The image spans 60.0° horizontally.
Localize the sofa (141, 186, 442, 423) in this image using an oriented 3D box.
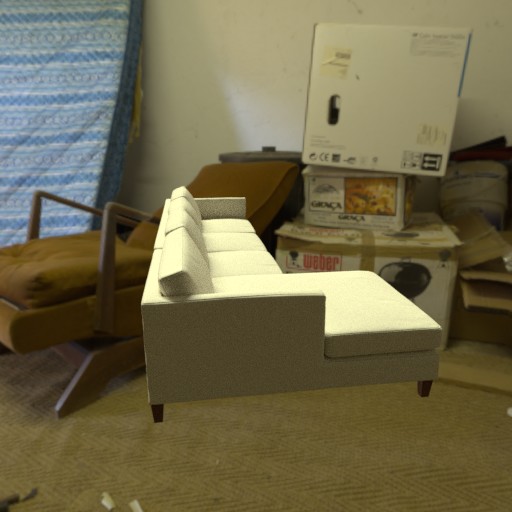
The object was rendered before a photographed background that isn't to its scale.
[{"bbox_3d":[0.000,0.000,3.803,1.625,0.846,3.186,-3,17,-8],"label":"sofa"}]
